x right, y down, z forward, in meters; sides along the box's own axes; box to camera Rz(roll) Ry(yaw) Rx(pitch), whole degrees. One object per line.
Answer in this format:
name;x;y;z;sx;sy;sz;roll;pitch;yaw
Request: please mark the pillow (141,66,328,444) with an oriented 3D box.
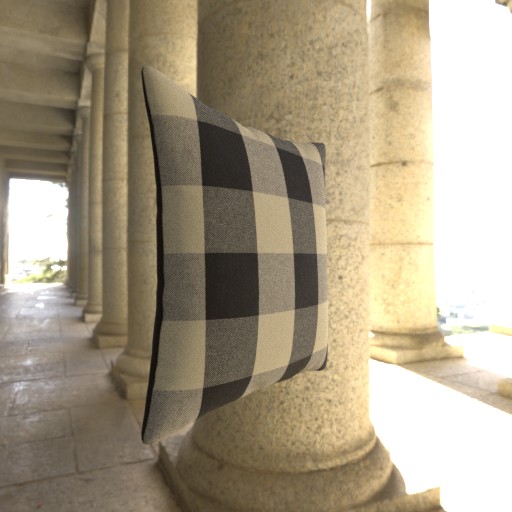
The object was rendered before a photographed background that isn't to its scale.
pillow;0.000;0.000;0.796;0.161;0.509;0.511;0;0;36
